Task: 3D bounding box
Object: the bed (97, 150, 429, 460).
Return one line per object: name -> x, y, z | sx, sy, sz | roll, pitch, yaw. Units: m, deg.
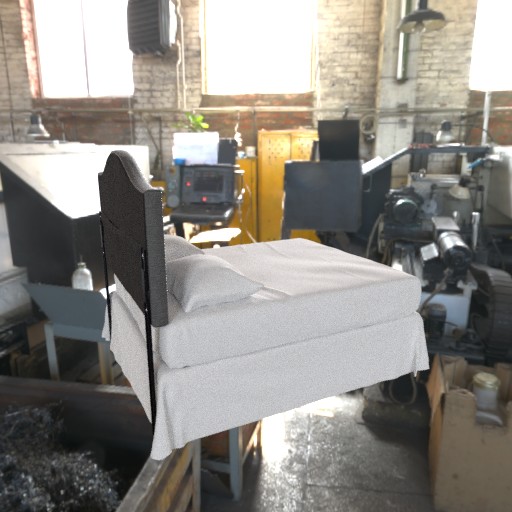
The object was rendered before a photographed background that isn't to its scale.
bed -> 0.000, 0.000, 3.500 | 2.221, 1.645, 1.876 | -7, 16, -26
